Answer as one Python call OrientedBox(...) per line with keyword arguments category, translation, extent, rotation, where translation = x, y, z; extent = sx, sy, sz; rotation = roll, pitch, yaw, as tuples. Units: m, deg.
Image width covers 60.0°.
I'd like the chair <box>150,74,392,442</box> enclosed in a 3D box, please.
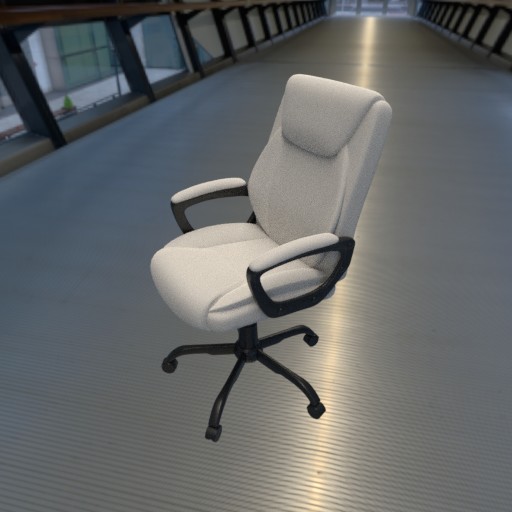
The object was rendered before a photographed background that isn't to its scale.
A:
OrientedBox(category="chair", translation=(0.000, 0.000, 1.492), extent=(0.669, 1.065, 0.663), rotation=(-19, 36, -28))
